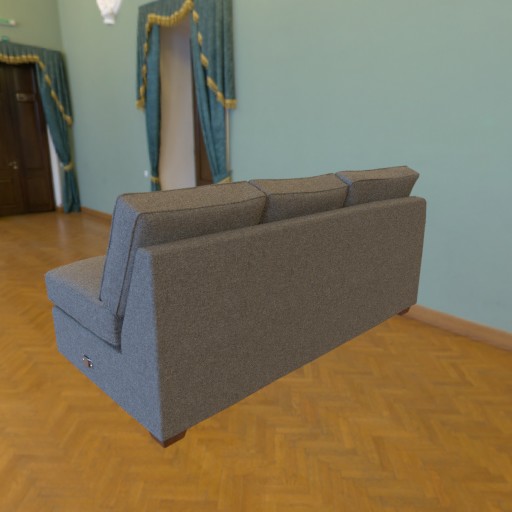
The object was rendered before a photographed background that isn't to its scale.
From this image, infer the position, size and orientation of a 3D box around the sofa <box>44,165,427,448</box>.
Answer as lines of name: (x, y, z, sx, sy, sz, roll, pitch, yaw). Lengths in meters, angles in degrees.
sofa: (0.000, 0.000, 2.471, 1.963, 0.946, 1.034, -15, 21, -42)
